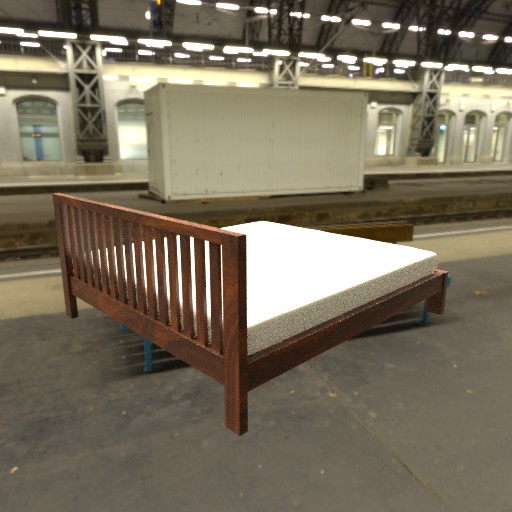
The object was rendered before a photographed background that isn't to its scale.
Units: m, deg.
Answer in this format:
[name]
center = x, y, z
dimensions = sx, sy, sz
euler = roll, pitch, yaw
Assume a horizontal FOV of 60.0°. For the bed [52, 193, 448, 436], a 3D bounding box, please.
[bed]
center = 0.000, 0.000, 3.158
dimensions = 2.030, 0.890, 1.905
euler = -14, 20, -42
